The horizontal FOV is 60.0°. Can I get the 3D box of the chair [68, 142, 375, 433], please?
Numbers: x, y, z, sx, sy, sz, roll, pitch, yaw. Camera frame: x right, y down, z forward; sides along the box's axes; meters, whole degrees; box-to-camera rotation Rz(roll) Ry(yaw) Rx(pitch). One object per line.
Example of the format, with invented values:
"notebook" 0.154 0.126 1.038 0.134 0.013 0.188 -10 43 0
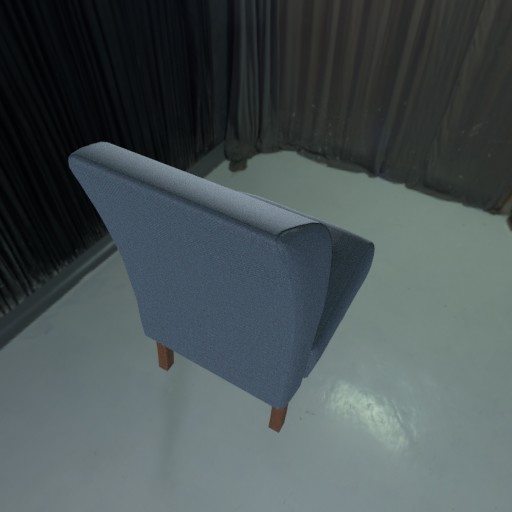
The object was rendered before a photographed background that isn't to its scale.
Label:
"chair" 0.000 0.000 1.168 0.513 0.804 0.592 22 50 20
